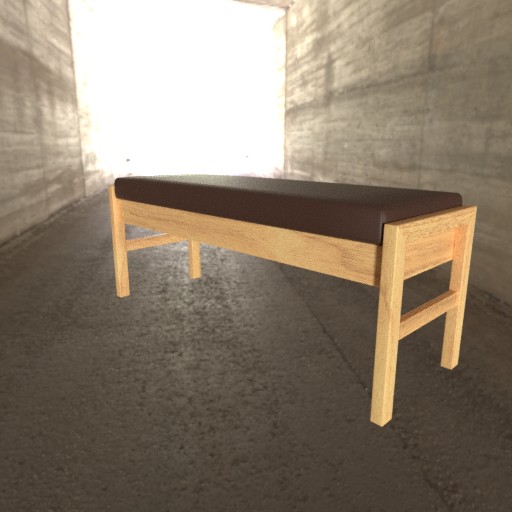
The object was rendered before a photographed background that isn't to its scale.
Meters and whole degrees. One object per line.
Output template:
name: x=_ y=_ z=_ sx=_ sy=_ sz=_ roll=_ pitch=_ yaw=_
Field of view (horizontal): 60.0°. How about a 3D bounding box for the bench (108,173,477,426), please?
bench: x=0.000 y=0.000 z=1.459 sx=0.405 sy=0.480 sz=1.200 roll=-13 pitch=19 yaw=-43
